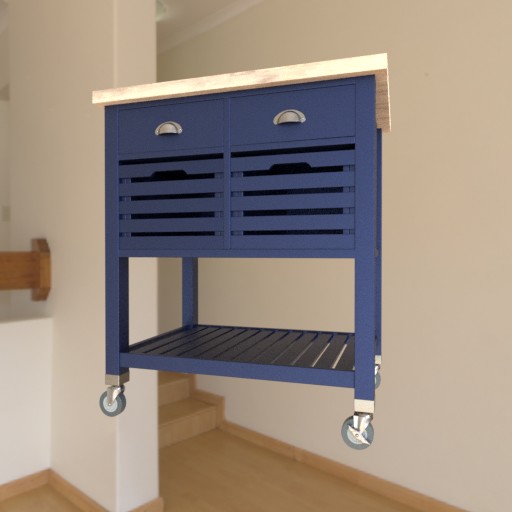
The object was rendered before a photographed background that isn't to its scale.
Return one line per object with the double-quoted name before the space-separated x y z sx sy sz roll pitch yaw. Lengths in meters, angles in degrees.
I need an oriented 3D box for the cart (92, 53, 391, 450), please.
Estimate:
"cart" 0.000 0.000 1.390 0.797 0.920 0.567 0 1 18
